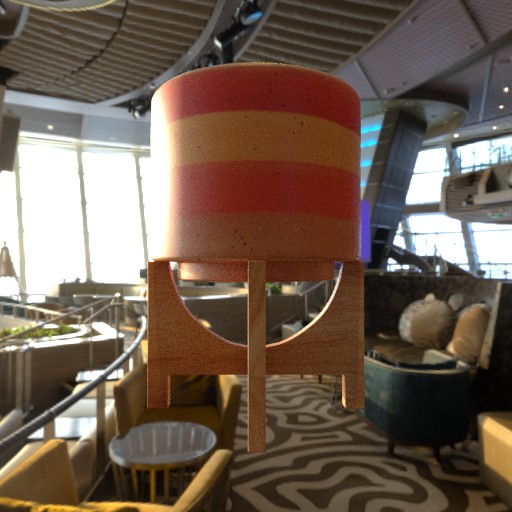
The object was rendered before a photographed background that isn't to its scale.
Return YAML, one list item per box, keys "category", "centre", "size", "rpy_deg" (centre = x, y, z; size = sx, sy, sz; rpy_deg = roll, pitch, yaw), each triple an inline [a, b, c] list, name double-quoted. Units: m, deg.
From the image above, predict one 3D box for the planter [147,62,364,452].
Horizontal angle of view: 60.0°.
- category: "planter"
  centre: [0.000, 0.000, 0.558]
  size: [0.269, 0.379, 0.269]
  rpy_deg: [0, -1, 0]
